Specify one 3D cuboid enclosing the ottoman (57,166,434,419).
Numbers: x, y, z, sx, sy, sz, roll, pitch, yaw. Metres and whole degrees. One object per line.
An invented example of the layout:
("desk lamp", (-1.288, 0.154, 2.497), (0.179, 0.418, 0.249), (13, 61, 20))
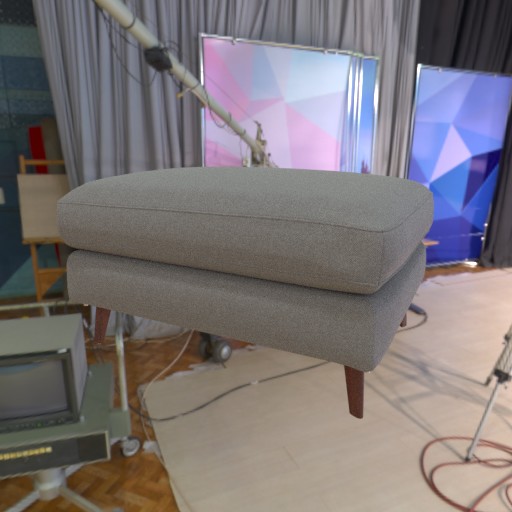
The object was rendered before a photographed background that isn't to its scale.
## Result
("ottoman", (0.000, 0.000, 1.163), (0.811, 0.449, 0.608), (8, 17, 27))
